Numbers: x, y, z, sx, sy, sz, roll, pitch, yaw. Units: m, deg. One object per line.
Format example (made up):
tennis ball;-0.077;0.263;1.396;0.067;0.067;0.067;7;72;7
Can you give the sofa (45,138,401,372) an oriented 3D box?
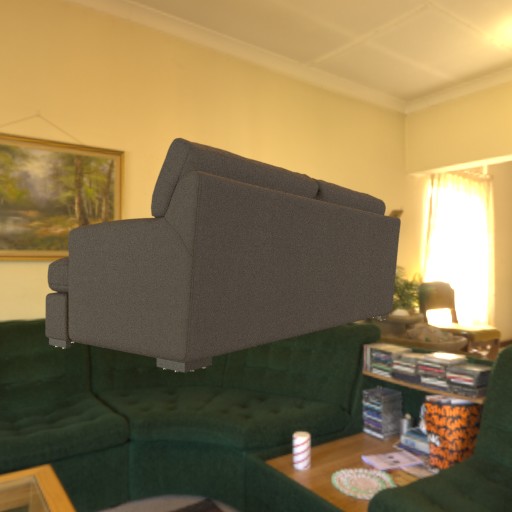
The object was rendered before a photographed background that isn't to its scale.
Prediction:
sofa;0.000;0.000;2.853;1.140;0.950;2.271;-1;-1;37
